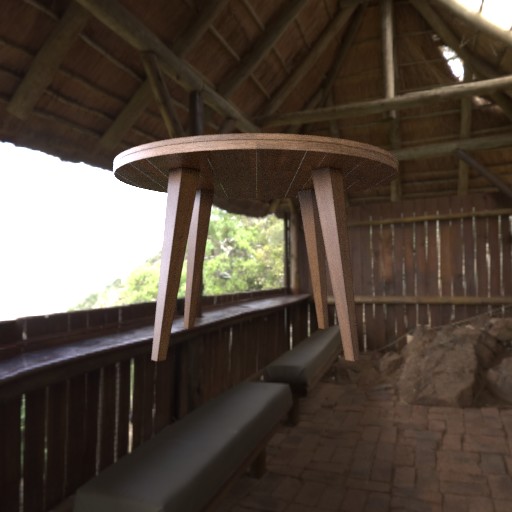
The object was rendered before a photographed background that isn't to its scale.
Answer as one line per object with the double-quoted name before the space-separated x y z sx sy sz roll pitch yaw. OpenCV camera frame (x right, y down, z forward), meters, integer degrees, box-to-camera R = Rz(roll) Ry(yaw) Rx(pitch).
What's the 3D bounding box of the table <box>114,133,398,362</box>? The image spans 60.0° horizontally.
"table" 0.000 0.000 1.984 1.213 0.764 1.213 0 0 0
